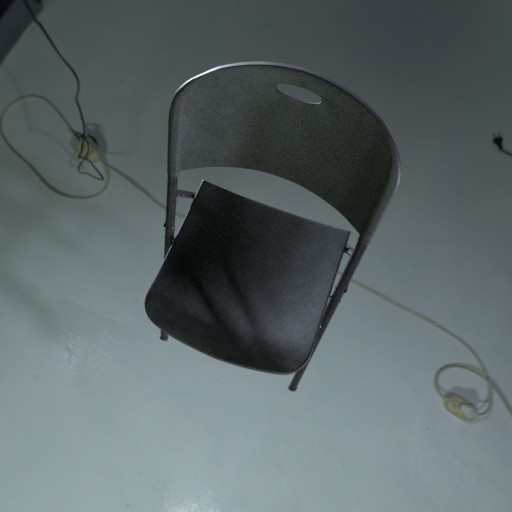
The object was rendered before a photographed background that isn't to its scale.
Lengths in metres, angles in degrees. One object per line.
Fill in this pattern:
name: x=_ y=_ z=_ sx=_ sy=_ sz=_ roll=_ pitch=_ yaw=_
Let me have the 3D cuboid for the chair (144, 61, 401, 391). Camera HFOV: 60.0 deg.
chair: x=0.000 y=0.000 z=1.169 sx=0.494 sy=0.810 sz=0.566 roll=20 pitch=75 yaw=6
